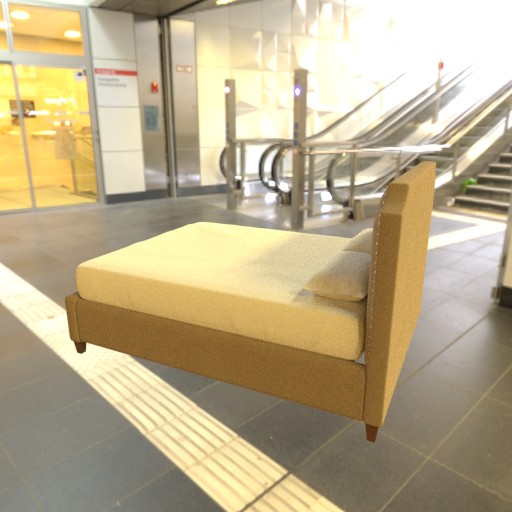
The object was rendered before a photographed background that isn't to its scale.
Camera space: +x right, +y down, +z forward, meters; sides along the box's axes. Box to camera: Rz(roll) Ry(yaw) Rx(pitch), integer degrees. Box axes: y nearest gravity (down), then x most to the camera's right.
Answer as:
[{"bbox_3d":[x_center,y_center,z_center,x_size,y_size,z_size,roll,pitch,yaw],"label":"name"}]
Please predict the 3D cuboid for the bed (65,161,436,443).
[{"bbox_3d":[0.000,0.000,3.425,2.329,1.415,1.703,8,19,25],"label":"bed"}]
